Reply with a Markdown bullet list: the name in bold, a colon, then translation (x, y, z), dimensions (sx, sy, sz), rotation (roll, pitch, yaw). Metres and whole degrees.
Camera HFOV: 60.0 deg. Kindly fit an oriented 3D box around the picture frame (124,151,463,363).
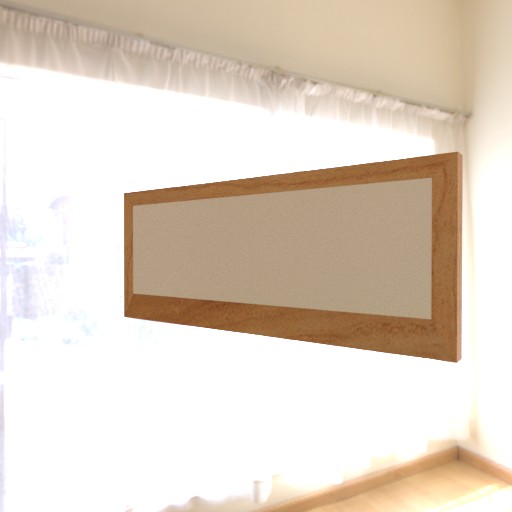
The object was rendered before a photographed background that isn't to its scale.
- **picture frame**: translation (0.000, 0.000, 0.679), dimensions (0.582, 0.234, 0.045), rotation (0, 1, 36)
